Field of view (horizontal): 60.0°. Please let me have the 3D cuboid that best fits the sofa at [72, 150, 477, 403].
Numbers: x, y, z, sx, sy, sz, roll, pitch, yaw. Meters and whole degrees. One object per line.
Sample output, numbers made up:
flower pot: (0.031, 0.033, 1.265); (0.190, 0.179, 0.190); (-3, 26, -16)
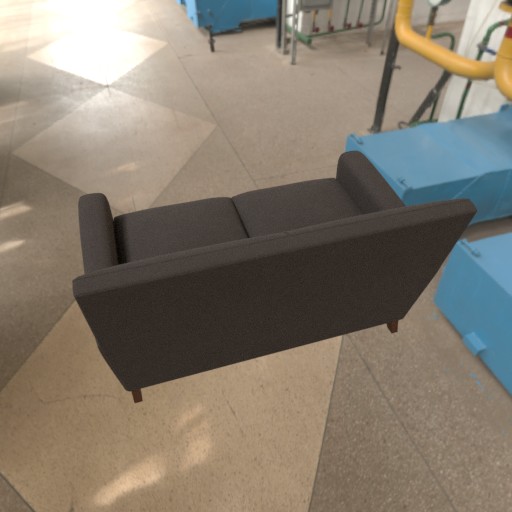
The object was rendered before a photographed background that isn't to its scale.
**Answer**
sofa: (0.000, 0.000, 1.966); (1.420, 0.846, 0.871); (-12, 43, -13)
